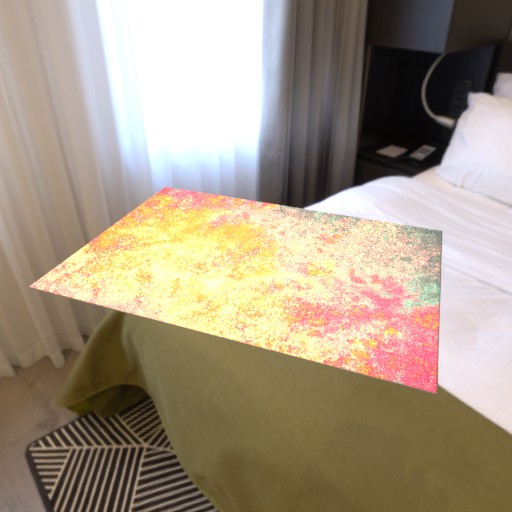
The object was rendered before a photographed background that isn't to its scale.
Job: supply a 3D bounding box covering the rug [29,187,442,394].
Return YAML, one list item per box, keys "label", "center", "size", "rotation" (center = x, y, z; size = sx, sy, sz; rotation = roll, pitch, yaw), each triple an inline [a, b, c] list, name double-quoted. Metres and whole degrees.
- label: "rug"
  center: [0.000, 0.000, 3.680]
  size: [2.896, 0.013, 2.007]
  rotation: [11, 34, 17]
